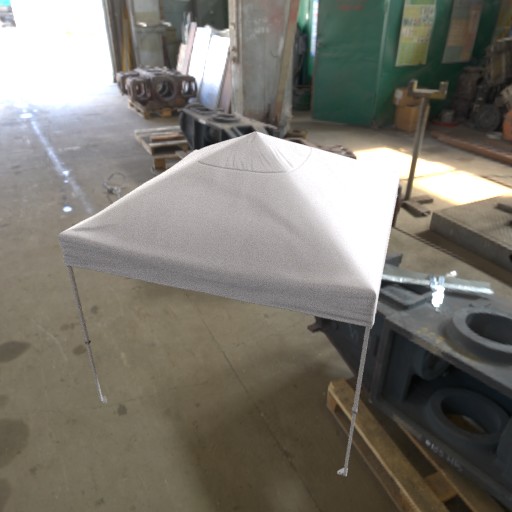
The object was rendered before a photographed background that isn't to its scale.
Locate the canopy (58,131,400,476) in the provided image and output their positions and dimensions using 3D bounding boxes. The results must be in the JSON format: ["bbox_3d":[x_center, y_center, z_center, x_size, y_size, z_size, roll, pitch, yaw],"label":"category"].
[{"bbox_3d":[0.000,0.000,5.381,2.998,2.997,2.996,10,31,16],"label":"canopy"}]
